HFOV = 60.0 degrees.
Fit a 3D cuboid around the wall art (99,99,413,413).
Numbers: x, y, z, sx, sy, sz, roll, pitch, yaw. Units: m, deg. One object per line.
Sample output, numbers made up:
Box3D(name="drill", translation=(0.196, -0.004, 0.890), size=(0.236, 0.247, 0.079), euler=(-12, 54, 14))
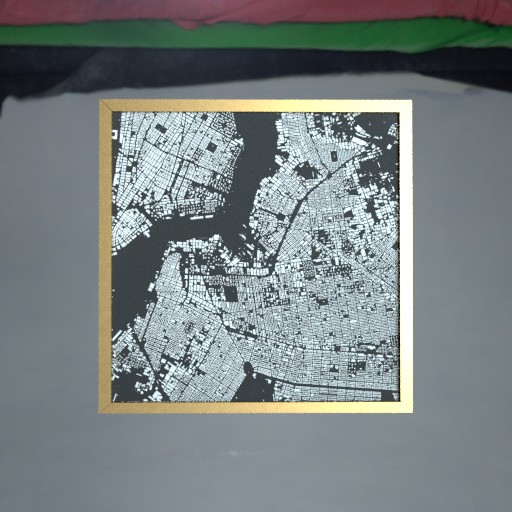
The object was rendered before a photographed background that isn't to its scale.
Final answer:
Box3D(name="wall art", translation=(0.000, 0.000, 1.864), size=(1.284, 1.284, 0.095), euler=(0, 0, 0))
